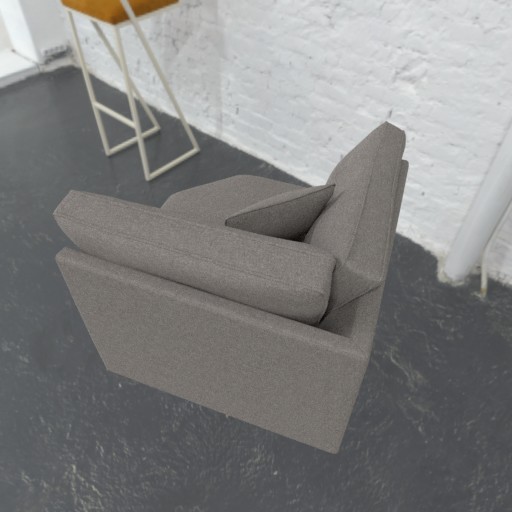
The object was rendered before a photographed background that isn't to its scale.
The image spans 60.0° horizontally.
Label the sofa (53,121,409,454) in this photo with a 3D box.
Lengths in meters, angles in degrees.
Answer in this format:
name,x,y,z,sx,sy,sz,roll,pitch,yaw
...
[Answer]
name,x,y,z,sx,sy,sz,roll,pitch,yaw
sofa,0.000,0.000,1.865,1.042,0.951,1.050,15,47,14
